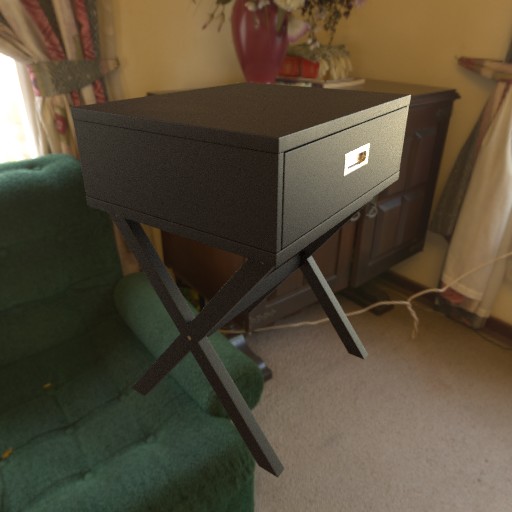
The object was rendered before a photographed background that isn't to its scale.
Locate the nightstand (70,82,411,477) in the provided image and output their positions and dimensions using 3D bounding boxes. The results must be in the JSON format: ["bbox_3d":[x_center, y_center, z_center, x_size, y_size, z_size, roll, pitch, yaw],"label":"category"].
[{"bbox_3d":[0.000,0.000,0.931,0.402,0.623,0.479,18,32,31],"label":"nightstand"}]
